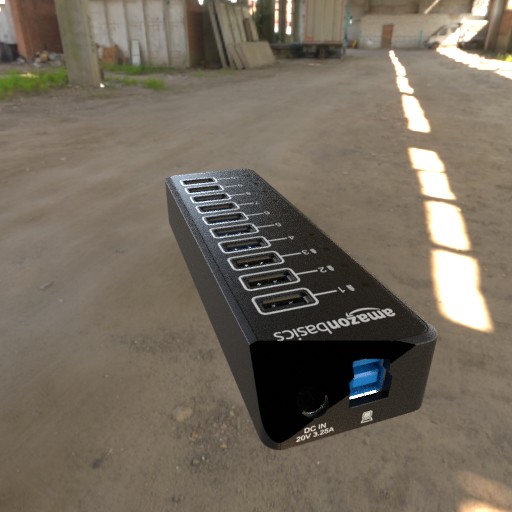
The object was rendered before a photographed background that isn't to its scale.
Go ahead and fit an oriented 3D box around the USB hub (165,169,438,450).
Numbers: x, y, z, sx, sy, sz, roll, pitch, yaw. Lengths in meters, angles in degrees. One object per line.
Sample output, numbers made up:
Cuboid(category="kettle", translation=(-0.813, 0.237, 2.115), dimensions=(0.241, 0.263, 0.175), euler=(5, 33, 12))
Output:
Cuboid(category="USB hub", translation=(0.000, 0.000, 0.162), dimensions=(0.044, 0.023, 0.145), euler=(-9, 29, -17))
